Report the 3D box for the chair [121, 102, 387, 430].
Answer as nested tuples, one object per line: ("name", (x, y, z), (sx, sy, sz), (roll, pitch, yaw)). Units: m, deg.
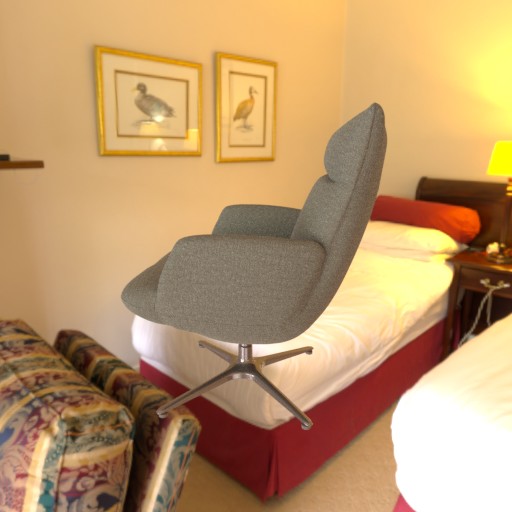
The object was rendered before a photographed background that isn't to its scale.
("chair", (0.000, 0.000, 1.571), (0.831, 0.984, 0.702), (2, 14, 7))
